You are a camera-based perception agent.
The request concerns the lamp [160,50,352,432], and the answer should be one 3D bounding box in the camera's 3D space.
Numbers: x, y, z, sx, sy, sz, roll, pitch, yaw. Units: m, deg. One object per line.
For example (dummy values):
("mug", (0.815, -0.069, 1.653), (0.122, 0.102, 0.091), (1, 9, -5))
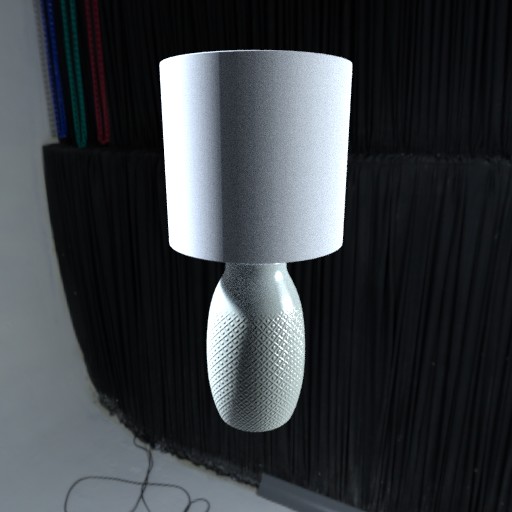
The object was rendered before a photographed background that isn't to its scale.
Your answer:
("lamp", (0.000, 0.000, 0.571), (0.217, 0.453, 0.217), (8, 18, 26))
